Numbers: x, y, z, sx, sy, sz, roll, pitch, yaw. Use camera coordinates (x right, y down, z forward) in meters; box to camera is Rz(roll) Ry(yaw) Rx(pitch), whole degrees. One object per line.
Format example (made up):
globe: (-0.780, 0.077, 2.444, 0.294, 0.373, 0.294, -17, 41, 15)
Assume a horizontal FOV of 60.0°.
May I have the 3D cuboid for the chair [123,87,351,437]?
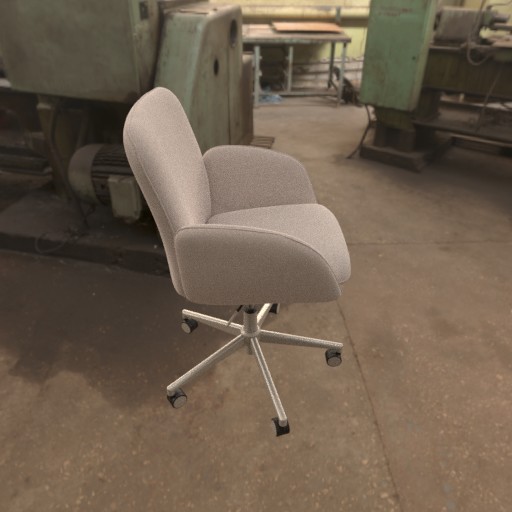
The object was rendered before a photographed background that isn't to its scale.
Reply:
chair: (0.000, 0.000, 1.396, 0.633, 0.959, 0.648, 0, 33, 0)
